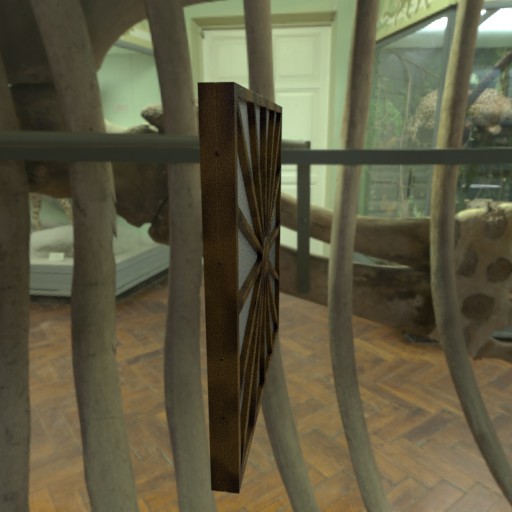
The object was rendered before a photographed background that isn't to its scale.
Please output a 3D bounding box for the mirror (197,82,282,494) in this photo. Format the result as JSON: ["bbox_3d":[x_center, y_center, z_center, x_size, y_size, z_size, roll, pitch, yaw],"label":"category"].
[{"bbox_3d":[0.000,0.000,0.758,0.042,0.507,0.509,2,16,8],"label":"mirror"}]
